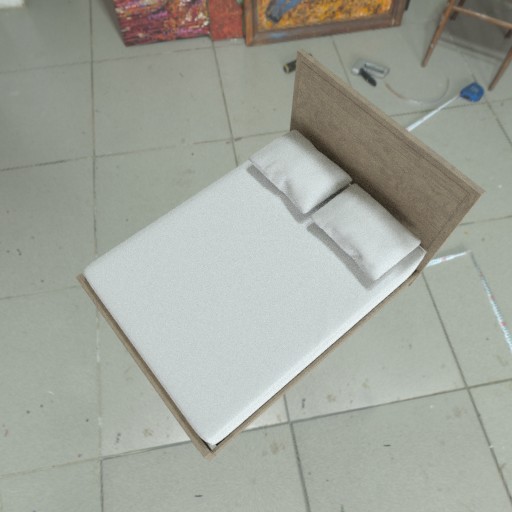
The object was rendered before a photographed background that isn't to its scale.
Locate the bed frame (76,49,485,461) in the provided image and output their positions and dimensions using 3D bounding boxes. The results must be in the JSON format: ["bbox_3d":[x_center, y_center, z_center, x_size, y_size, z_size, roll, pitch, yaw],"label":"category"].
[{"bbox_3d":[0.000,0.000,3.188,2.189,1.369,1.606,-37,69,-17],"label":"bed frame"}]
